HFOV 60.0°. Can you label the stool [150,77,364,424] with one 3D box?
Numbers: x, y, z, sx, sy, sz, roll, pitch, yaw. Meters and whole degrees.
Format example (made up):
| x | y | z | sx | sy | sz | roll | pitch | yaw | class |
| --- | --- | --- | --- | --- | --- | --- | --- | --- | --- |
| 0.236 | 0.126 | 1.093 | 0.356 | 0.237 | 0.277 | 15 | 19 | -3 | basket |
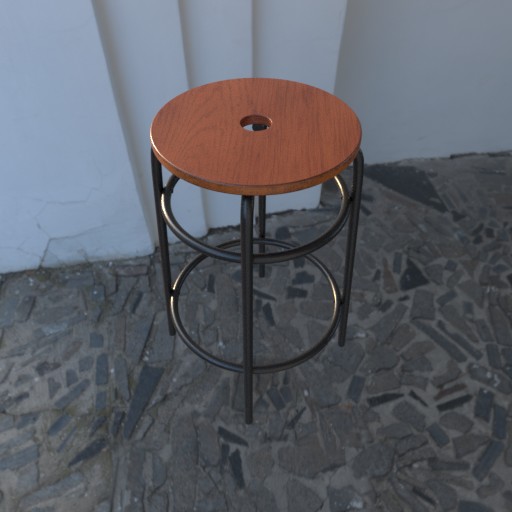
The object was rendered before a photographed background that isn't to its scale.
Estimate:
| x | y | z | sx | sy | sz | roll | pitch | yaw | class |
| --- | --- | --- | --- | --- | --- | --- | --- | --- | --- |
| 0.000 | 0.000 | 0.926 | 0.455 | 0.610 | 0.455 | 3 | 46 | 3 | stool |
